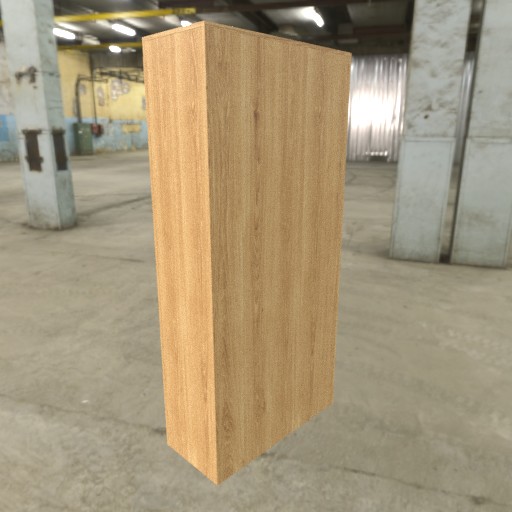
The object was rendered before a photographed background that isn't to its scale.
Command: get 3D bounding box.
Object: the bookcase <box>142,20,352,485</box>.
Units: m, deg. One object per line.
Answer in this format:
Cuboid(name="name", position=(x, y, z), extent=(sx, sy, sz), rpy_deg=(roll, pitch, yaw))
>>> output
Cuboid(name="bookcase", position=(0.000, 0.000, 2.324), extent=(0.420, 2.020, 0.950), rpy_deg=(15, 21, 43))
